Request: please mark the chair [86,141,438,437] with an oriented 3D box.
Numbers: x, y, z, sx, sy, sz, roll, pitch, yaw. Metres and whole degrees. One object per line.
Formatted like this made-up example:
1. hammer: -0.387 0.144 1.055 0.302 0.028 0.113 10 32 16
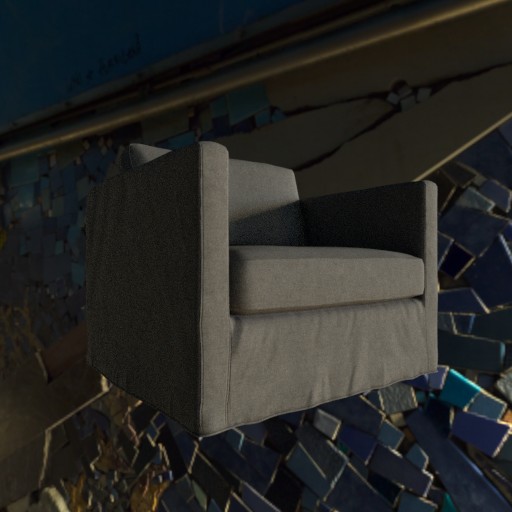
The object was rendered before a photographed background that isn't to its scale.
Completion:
1. chair: 0.000 0.000 1.715 1.057 0.863 0.949 0 0 -37
